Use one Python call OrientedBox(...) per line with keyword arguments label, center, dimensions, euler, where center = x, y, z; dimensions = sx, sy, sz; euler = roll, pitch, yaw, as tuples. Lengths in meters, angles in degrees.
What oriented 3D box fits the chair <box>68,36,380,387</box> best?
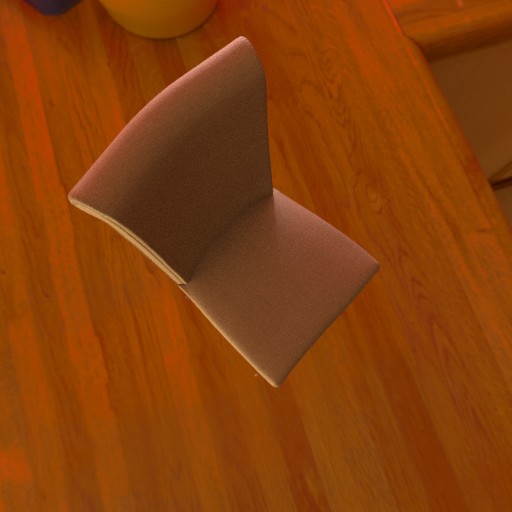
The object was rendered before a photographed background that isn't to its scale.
OrientedBox(label="chair", center=(0.000, 0.000, 1.329), dimensions=(0.608, 0.988, 0.513), euler=(41, 79, 10))
